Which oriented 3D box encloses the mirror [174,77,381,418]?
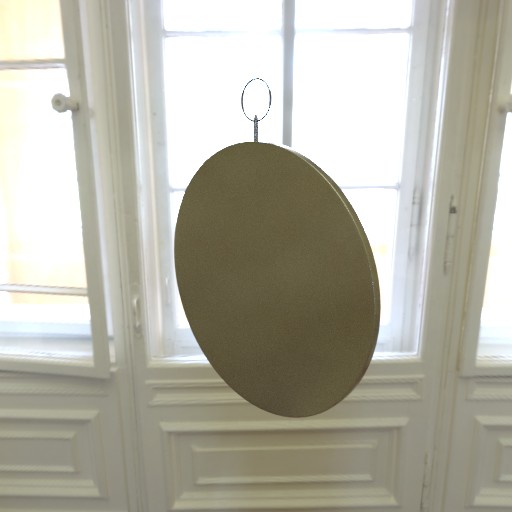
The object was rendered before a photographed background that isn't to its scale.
[{"bbox_3d":[0.000,0.000,0.947,0.020,0.713,0.594,-14,20,-43],"label":"mirror"}]
